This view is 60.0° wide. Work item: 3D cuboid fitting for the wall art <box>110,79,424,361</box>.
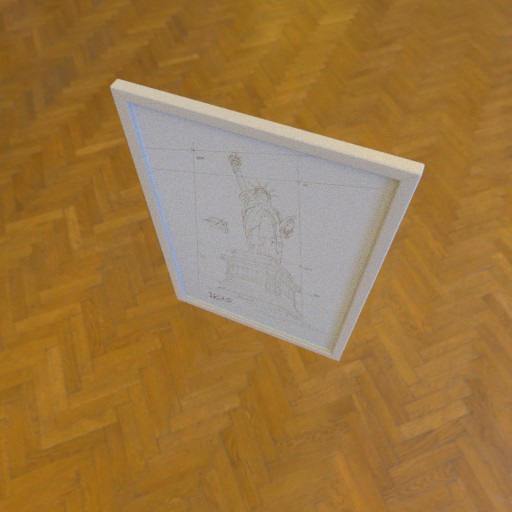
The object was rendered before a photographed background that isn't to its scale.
[{"bbox_3d":[0.000,0.000,1.077,0.556,0.813,0.026,19,59,12],"label":"wall art"}]
